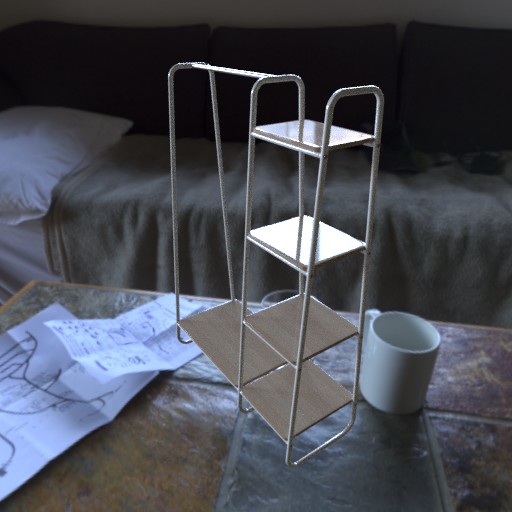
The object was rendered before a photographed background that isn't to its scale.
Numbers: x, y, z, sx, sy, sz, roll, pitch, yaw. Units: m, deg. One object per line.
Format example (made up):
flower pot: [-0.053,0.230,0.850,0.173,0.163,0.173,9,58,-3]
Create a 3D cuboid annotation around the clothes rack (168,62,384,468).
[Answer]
clothes rack: [0.000,0.000,1.951,0.400,1.500,1.011,-18,33,-31]
